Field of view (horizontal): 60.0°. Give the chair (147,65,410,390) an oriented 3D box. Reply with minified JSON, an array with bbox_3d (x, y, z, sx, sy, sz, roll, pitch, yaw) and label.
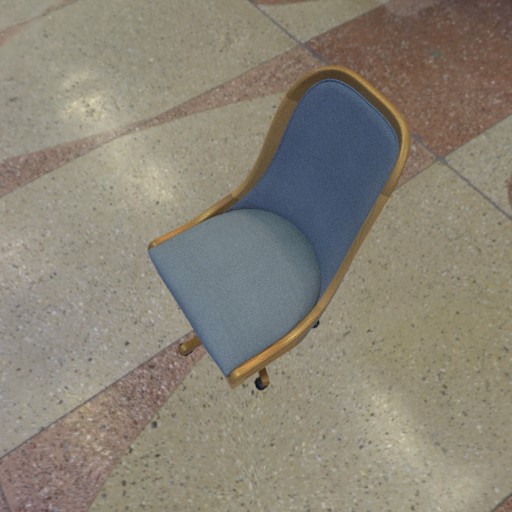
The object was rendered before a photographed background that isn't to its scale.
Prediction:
[{"bbox_3d":[0.000,0.000,1.475,0.735,1.031,0.605,-31,66,-15],"label":"chair"}]
